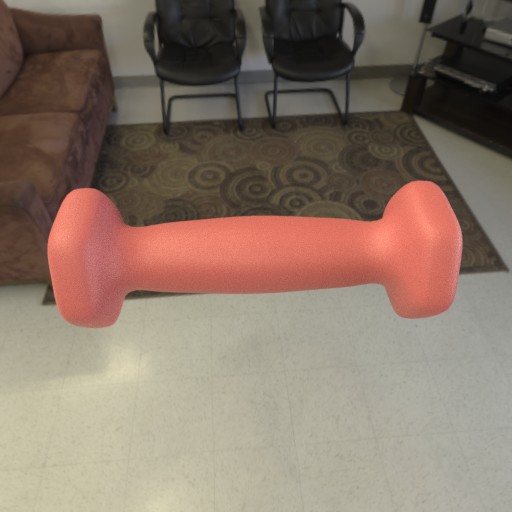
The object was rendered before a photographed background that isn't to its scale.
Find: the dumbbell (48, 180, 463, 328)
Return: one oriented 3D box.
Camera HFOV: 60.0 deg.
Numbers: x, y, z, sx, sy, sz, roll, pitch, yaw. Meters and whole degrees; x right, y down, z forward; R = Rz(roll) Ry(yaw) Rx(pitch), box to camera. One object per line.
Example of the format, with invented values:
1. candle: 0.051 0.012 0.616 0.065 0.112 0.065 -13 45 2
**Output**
1. dumbbell: 0.000 0.000 0.145 0.123 0.043 0.047 -1 47 -1
